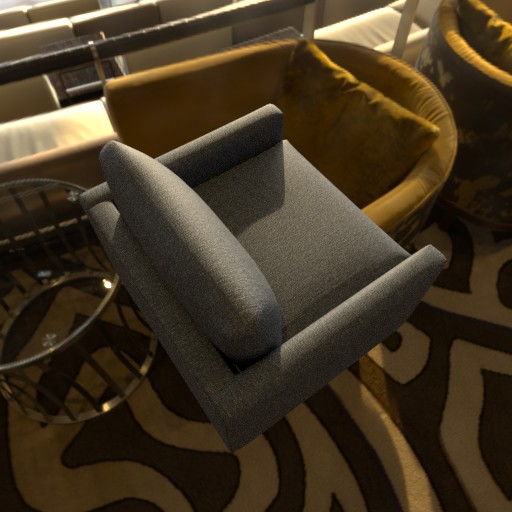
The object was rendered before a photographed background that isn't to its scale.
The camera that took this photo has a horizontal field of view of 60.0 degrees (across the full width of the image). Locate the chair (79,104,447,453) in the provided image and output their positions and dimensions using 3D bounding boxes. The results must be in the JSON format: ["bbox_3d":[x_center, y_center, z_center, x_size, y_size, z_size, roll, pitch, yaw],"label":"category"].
[{"bbox_3d":[0.000,0.000,1.623,0.866,0.861,0.963,-31,62,-18],"label":"chair"}]
